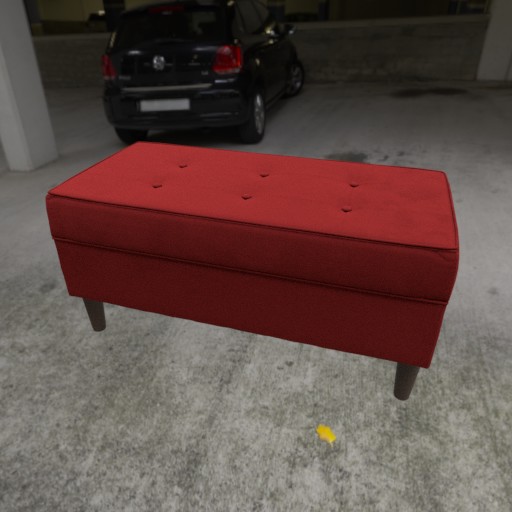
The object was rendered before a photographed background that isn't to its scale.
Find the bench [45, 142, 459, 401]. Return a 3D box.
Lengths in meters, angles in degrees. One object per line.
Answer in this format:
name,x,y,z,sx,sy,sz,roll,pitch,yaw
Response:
bench,0.000,0.000,1.310,1.016,0.471,0.492,9,32,15
